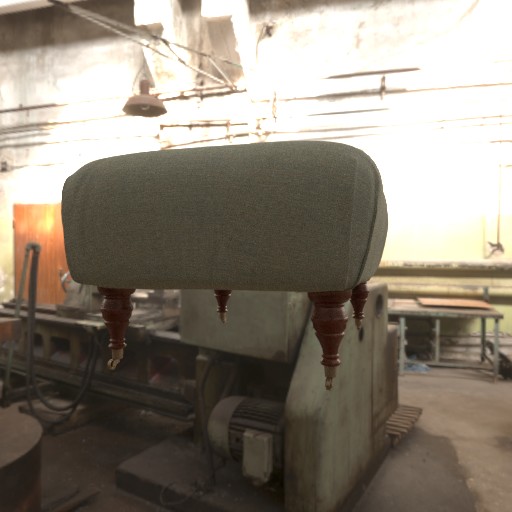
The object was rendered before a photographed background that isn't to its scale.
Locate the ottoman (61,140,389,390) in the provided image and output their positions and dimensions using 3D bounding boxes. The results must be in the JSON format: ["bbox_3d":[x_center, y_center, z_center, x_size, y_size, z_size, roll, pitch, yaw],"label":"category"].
[{"bbox_3d":[0.000,0.000,1.104,0.622,0.450,0.747,0,1,18],"label":"ottoman"}]
